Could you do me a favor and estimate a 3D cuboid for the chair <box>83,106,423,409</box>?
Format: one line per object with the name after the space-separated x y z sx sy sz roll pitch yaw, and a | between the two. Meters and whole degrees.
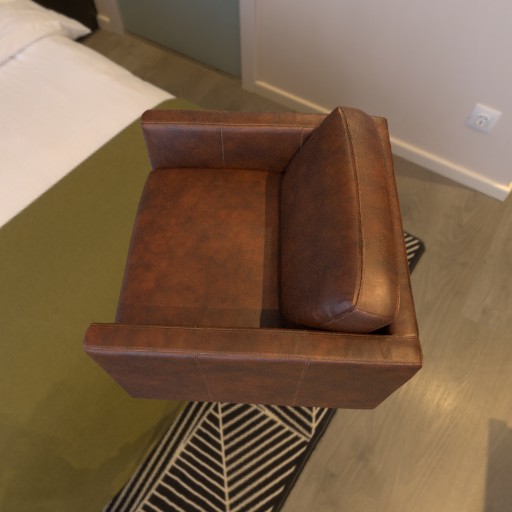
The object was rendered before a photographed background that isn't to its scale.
0.000 0.000 1.703 0.975 0.864 0.990 2 59 1 | chair
